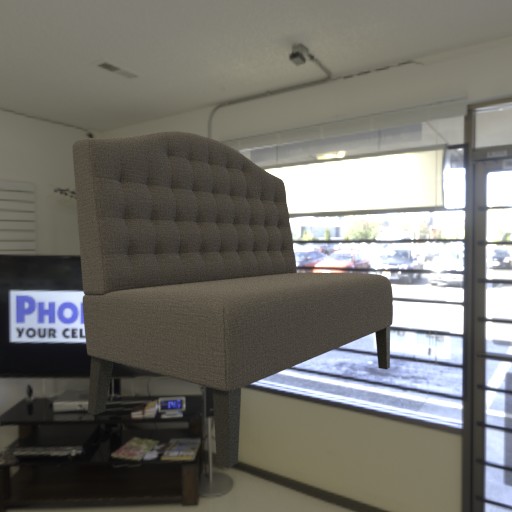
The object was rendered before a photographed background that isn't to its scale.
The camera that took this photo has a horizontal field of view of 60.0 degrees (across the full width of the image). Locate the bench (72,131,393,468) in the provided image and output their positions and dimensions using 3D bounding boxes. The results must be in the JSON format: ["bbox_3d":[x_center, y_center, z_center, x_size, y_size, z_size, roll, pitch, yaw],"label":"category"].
[{"bbox_3d":[0.000,0.000,2.005,0.815,1.180,1.335,1,2,37],"label":"bench"}]
